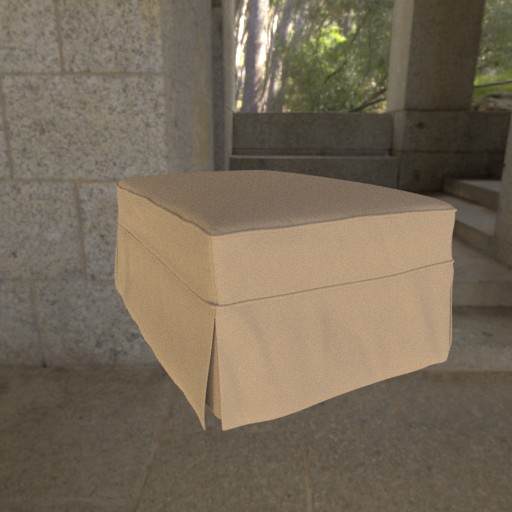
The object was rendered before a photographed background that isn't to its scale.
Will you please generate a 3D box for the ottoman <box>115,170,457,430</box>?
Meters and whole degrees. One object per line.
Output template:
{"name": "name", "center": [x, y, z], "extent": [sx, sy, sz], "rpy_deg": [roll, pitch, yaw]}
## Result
{"name": "ottoman", "center": [0.000, 0.000, 1.347], "extent": [0.721, 0.482, 0.959], "rpy_deg": [-8, 18, -27]}
